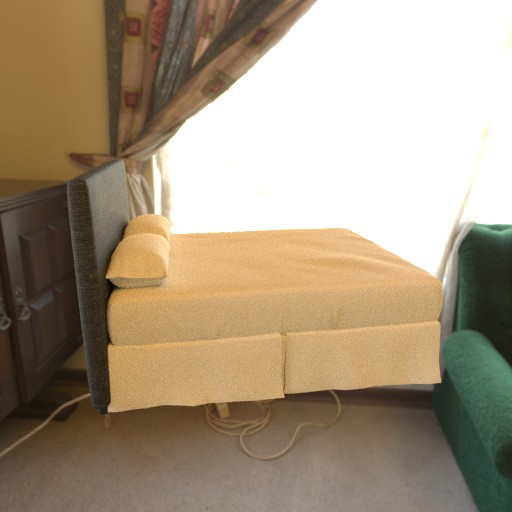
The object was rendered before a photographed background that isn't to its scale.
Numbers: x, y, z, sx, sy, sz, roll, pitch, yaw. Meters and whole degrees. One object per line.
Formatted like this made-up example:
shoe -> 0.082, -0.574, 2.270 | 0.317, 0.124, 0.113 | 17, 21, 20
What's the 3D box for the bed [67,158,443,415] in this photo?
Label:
bed -> 0.000, 0.000, 3.227 | 2.142, 1.330, 1.723 | -3, 16, -10
